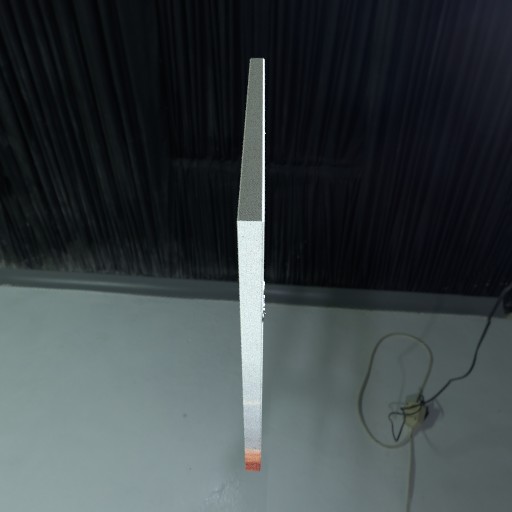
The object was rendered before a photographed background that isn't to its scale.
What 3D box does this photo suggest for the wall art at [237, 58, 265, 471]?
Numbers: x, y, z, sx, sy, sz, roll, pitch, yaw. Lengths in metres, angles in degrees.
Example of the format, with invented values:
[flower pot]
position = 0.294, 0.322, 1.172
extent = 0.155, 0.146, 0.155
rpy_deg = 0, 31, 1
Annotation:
[wall art]
position = 0.000, 0.000, 1.150
extent = 0.042, 0.760, 0.760
rpy_deg = 1, 40, 1
